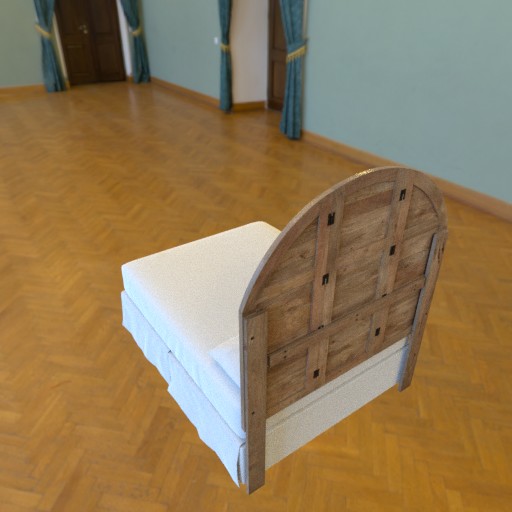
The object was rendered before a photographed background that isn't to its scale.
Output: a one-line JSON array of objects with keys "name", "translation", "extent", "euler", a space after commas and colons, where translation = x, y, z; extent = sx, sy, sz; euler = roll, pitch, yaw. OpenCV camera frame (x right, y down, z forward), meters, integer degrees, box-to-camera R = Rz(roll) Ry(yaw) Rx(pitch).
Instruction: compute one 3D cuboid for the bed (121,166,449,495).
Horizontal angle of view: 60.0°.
[{"name": "bed", "translation": [0.000, 0.000, 3.463], "extent": [1.713, 2.002, 2.112], "euler": [-20, 36, -30]}]
